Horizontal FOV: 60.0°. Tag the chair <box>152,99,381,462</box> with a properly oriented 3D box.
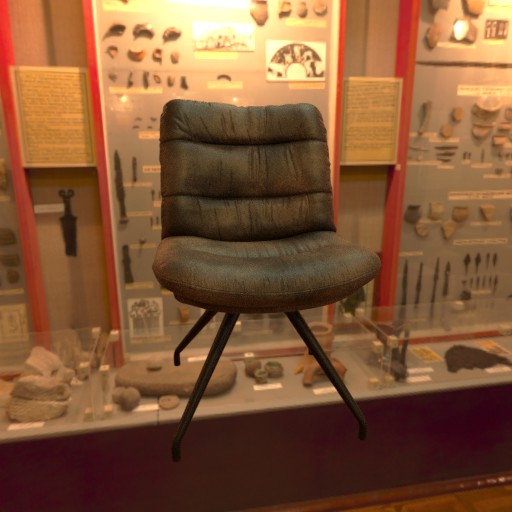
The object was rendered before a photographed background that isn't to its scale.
[{"bbox_3d":[0.000,0.000,1.245,0.549,0.870,0.622,-3,15,-9],"label":"chair"}]
